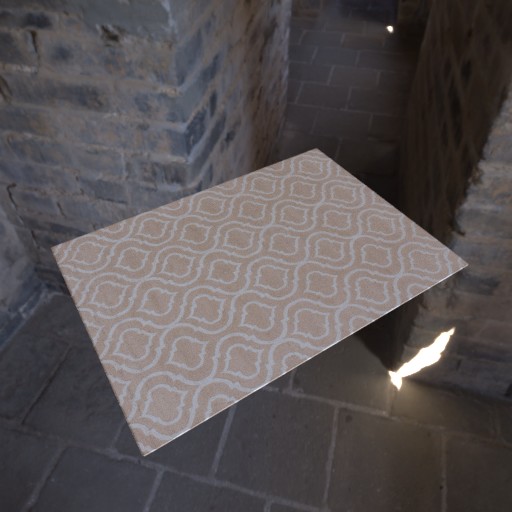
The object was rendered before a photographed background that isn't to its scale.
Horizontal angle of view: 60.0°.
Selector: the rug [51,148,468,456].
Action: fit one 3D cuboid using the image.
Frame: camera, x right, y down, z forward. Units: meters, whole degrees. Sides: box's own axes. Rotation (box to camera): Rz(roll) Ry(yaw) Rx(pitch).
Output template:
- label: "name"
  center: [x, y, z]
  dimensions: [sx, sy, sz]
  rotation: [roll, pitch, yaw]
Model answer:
- label: "rug"
  center: [0.000, 0.000, 2.774]
  dimensions: [2.134, 0.010, 1.524]
  rotation: [-25, 51, -22]
